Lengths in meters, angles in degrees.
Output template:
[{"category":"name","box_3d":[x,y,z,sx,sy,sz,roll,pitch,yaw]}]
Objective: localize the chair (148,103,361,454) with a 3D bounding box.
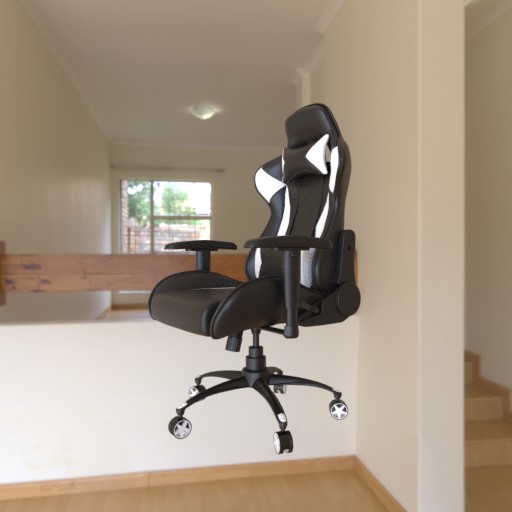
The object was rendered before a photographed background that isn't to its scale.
[{"category":"chair","box_3d":[0.000,0.000,1.760,0.695,1.285,0.730,0,0,-35]}]
